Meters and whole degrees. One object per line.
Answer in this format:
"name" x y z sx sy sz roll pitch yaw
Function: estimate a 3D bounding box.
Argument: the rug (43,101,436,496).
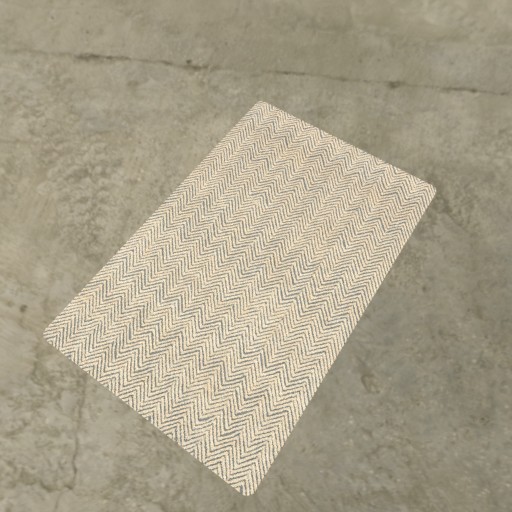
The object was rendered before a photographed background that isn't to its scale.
"rug" 0.000 0.000 2.166 1.144 0.008 1.752 31 67 15
